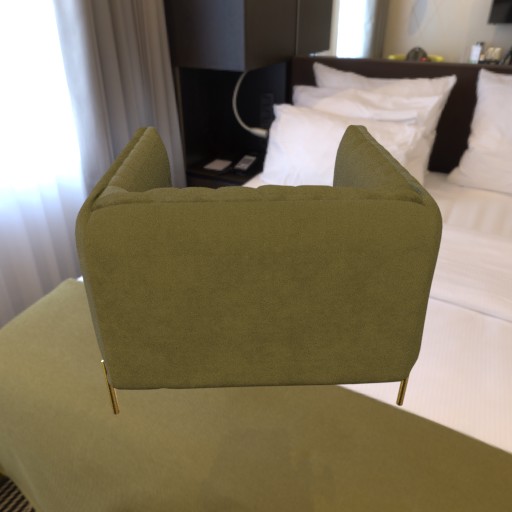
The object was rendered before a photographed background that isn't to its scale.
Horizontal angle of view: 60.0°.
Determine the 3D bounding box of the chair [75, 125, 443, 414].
[{"bbox_3d":[0.000,0.000,1.652,1.032,0.794,0.877,-1,30,-2],"label":"chair"}]
